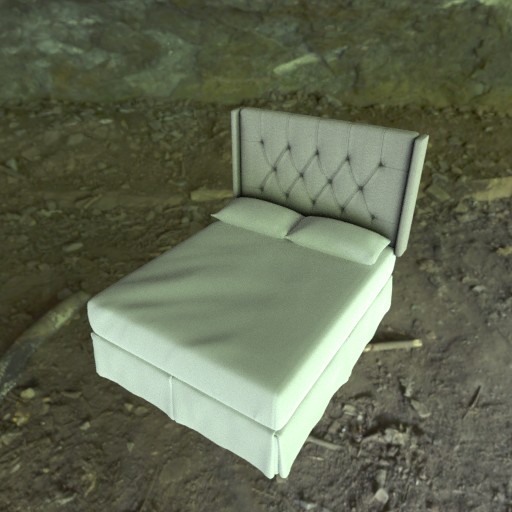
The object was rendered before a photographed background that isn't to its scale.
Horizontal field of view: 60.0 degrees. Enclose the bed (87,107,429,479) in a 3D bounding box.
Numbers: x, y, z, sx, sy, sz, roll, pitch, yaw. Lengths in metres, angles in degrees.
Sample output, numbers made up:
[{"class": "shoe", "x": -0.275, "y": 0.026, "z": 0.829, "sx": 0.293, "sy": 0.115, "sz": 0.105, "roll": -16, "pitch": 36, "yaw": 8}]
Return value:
[{"class": "bed", "x": 0.000, "y": 0.000, "z": 3.361, "sx": 1.719, "sy": 1.665, "sz": 2.066, "roll": 19, "pitch": 36, "yaw": 28}]
